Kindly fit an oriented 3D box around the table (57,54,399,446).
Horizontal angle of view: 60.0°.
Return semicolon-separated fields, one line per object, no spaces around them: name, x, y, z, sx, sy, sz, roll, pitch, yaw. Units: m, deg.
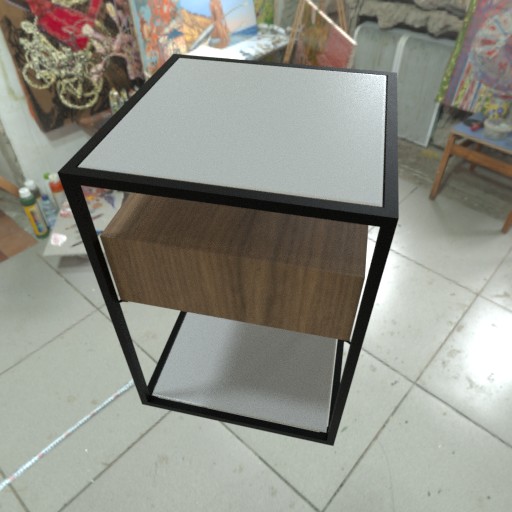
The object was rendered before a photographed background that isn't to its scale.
table;0.000;0.000;0.793;0.378;0.540;0.378;9;45;9
